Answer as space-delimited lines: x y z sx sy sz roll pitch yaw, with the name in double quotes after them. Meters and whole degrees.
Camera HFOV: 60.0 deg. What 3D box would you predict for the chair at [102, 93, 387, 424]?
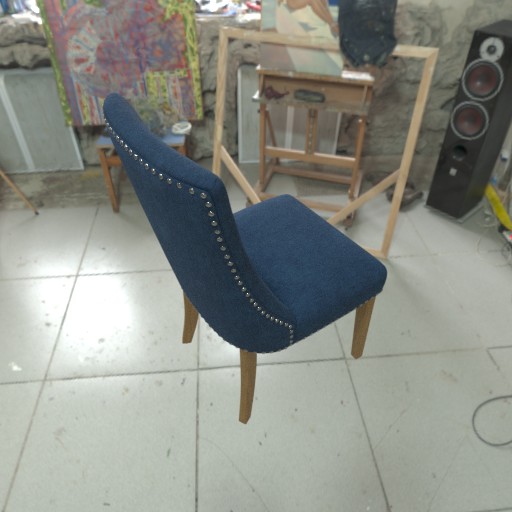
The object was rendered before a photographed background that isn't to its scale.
0.000 0.000 1.259 0.610 0.902 0.495 -24 47 -25 "chair"
